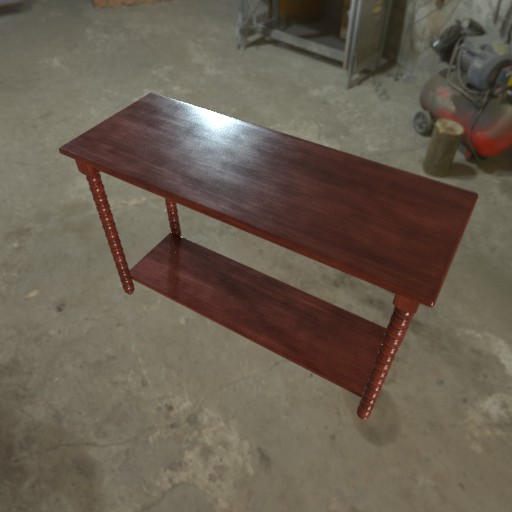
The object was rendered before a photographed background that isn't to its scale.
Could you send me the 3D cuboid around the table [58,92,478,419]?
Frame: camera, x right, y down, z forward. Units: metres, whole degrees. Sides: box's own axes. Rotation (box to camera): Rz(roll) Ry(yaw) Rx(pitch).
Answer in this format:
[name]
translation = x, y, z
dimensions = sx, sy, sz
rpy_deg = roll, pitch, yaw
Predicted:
[table]
translation = 0.000, 0.000, 1.574
dimensions = 1.184, 0.740, 0.459
rpy_deg = 23, 50, 21
